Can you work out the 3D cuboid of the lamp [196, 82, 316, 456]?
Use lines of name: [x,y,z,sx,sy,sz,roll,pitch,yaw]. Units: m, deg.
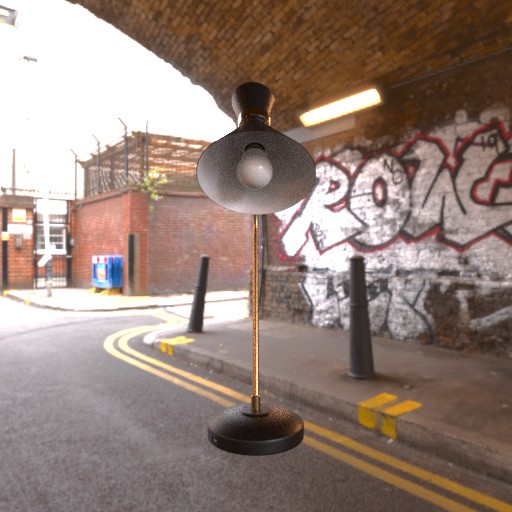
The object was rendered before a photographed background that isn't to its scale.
lamp: [0.000,0.000,0.770,0.189,0.647,0.292,0,0,0]
